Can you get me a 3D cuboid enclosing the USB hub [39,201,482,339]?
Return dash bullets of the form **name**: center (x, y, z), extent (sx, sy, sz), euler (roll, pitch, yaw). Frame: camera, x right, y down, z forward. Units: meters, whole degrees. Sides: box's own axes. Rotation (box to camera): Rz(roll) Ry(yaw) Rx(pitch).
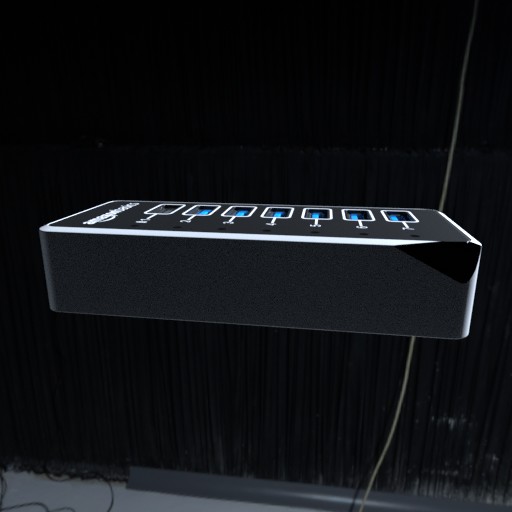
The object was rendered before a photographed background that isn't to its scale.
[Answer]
- **USB hub**: center (0.000, 0.000, 0.129), extent (0.110, 0.023, 0.044), euler (3, 17, 9)
